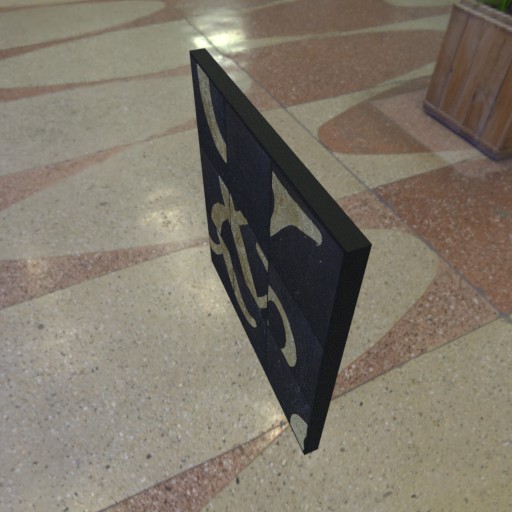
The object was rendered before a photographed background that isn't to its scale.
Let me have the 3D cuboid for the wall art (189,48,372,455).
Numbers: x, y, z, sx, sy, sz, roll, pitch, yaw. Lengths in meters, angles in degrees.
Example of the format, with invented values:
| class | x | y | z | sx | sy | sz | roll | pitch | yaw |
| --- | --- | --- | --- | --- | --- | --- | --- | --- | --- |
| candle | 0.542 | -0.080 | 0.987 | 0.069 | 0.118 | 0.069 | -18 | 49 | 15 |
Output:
| class | x | y | z | sx | sy | sz | roll | pitch | yaw |
| --- | --- | --- | --- | --- | --- | --- | --- | --- | --- |
| wall art | 0.000 | 0.000 | 1.133 | 0.044 | 0.758 | 0.758 | -17 | 48 | -15 |
